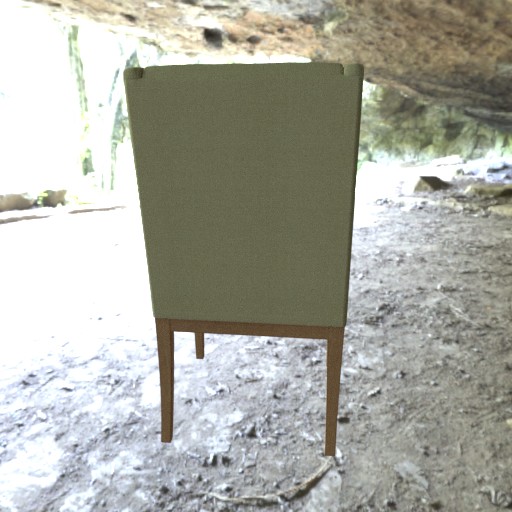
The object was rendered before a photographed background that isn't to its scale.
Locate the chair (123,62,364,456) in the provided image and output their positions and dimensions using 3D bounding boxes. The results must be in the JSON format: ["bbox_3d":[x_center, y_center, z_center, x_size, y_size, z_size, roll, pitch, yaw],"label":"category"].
[{"bbox_3d":[0.000,0.000,1.361,0.575,1.021,0.611,2,16,6],"label":"chair"}]
